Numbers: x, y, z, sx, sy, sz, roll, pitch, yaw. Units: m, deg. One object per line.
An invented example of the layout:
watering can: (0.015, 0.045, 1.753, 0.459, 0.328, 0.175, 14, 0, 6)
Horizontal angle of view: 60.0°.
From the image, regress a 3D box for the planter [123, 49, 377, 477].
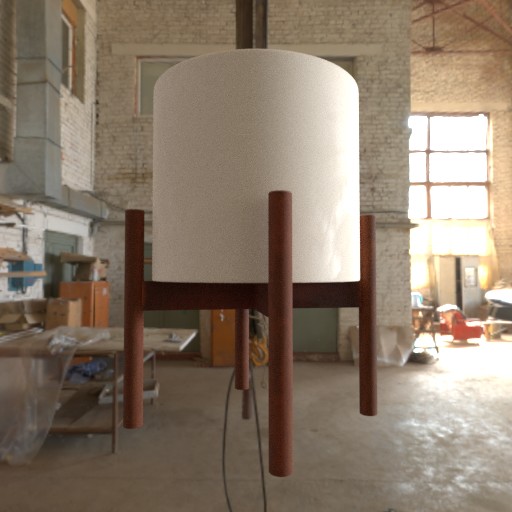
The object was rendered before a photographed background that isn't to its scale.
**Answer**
planter: (0.000, 0.000, 0.491, 0.224, 0.358, 0.224, -1, -2, 36)
